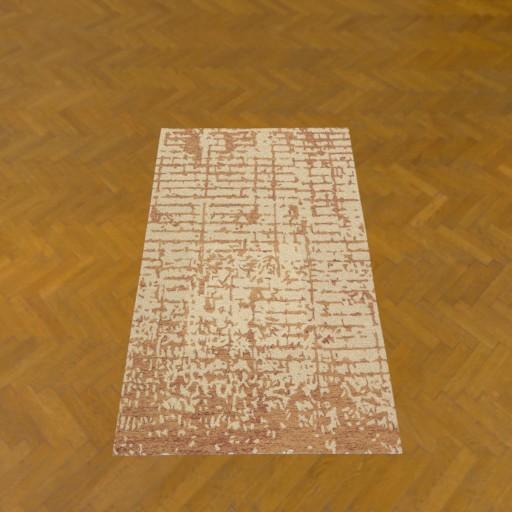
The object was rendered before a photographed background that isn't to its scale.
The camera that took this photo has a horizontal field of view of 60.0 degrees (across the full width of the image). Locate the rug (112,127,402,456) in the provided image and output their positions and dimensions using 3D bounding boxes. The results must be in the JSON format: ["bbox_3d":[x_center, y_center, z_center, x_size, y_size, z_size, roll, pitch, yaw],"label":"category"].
[{"bbox_3d":[0.000,0.000,2.952,1.517,0.011,2.435,0,58,0],"label":"rug"}]
